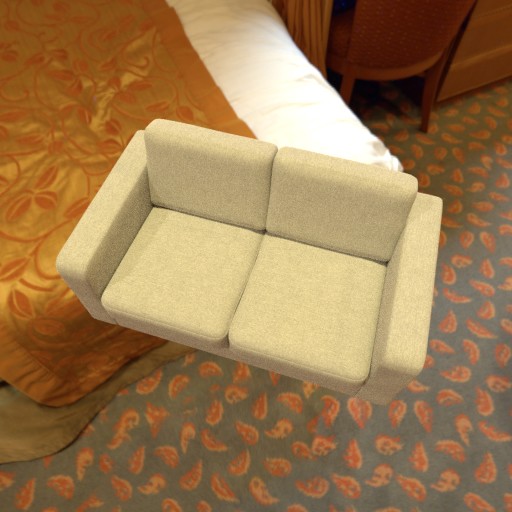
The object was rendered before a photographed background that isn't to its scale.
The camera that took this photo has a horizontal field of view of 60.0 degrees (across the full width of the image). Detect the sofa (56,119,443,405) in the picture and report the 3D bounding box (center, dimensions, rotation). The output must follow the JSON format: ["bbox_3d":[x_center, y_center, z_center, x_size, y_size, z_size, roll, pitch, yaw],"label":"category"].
[{"bbox_3d":[0.000,0.000,2.077,1.540,0.800,0.900,15,60,9],"label":"sofa"}]
